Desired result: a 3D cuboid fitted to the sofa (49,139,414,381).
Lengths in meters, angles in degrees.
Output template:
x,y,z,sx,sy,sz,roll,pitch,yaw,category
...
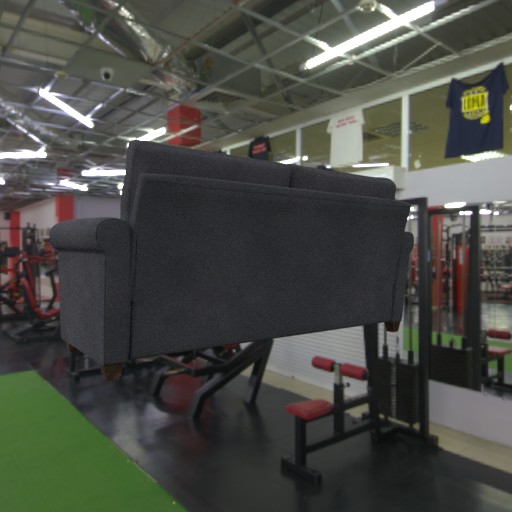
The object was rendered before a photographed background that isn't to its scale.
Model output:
x,y,z,sx,sy,sz,roll,pitch,yaw,category
0.000,0.000,2.432,1.935,0.942,0.842,0,1,-36,sofa
